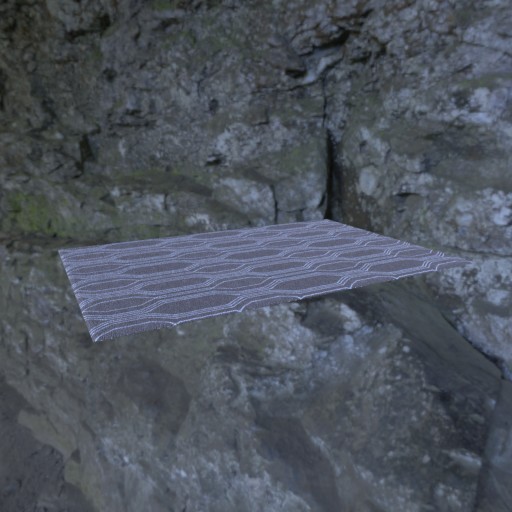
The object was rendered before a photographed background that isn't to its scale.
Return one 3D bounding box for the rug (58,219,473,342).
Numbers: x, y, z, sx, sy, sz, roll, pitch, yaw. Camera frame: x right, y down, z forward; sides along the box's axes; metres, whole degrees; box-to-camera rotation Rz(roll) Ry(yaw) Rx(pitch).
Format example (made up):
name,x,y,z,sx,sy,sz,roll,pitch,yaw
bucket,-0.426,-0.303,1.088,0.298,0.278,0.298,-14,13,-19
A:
name,x,y,z,sx,sy,sz,roll,pitch,yaw
rug,0.000,0.000,2.354,1.836,0.012,1.239,-8,18,-27
